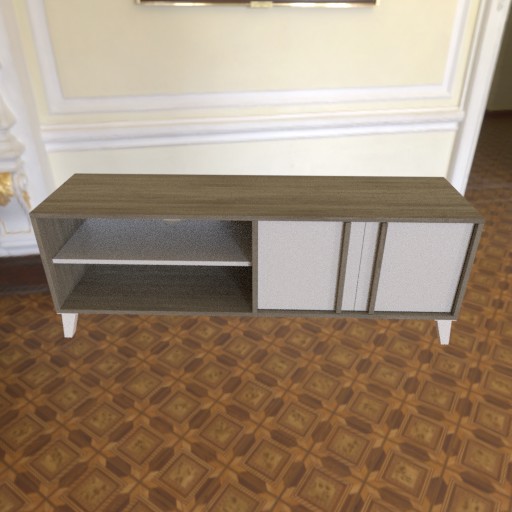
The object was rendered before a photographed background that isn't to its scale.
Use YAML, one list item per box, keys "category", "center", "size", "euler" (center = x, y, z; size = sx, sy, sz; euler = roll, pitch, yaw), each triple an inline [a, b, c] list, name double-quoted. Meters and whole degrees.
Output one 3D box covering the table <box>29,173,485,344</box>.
- category: "table"
  center: [0.000, 0.000, 1.759]
  size: [1.500, 0.530, 0.400]
  euler: [1, 30, 1]
